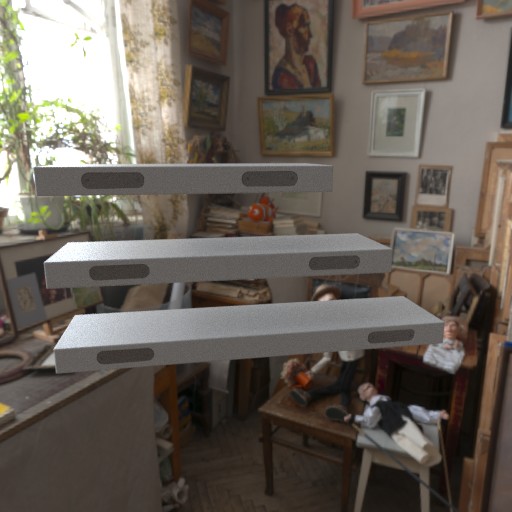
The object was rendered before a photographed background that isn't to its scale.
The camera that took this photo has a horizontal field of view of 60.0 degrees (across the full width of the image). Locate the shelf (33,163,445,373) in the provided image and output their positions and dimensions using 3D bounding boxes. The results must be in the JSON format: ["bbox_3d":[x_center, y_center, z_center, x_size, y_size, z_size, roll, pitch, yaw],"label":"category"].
[{"bbox_3d":[0.000,0.000,0.724,0.610,0.293,0.140,-2,13,-10],"label":"shelf"}]
